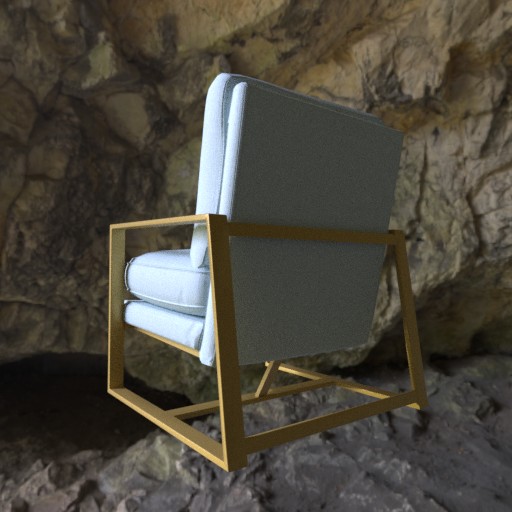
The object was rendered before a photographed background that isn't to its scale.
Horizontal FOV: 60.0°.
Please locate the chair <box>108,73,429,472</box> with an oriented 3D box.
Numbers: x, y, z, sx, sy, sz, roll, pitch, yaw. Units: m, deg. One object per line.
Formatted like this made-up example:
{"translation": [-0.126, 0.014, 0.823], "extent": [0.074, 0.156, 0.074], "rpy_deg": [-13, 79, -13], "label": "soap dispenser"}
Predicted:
{"translation": [0.000, 0.000, 1.508], "extent": [0.758, 0.956, 0.813], "rpy_deg": [1, -2, -37], "label": "chair"}
